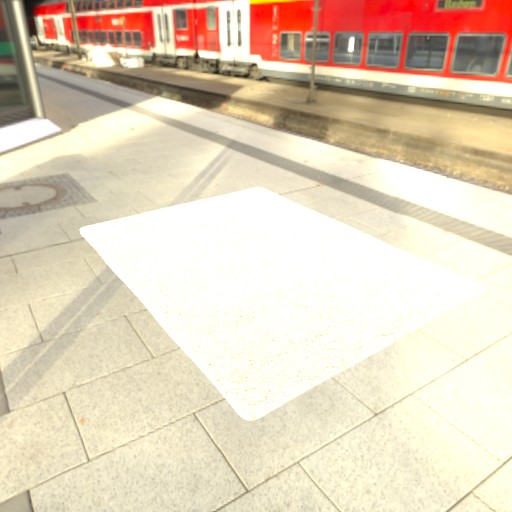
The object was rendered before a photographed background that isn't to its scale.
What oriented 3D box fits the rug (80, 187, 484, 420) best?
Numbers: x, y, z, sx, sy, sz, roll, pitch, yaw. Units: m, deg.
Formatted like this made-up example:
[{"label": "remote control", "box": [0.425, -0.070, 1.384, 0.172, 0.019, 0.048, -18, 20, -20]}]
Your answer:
[{"label": "rug", "box": [0.000, 0.000, 2.109, 1.200, 0.027, 1.600, -18, 32, -31]}]
